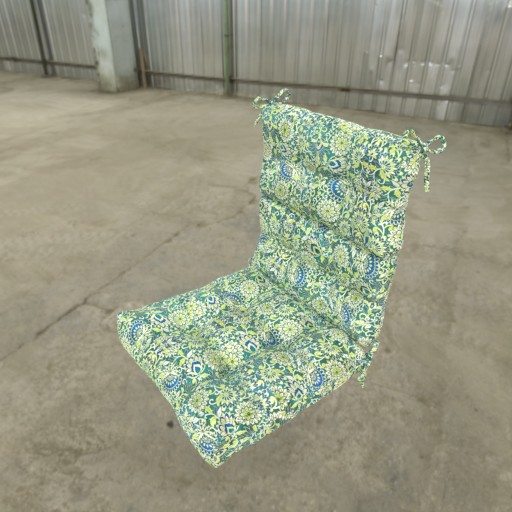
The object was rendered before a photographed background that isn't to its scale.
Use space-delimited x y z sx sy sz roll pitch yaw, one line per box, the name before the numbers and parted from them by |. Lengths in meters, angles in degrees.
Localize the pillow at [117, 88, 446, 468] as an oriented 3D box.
pillow | 0.000 0.000 1.012 0.571 0.605 0.519 -21 37 -31
